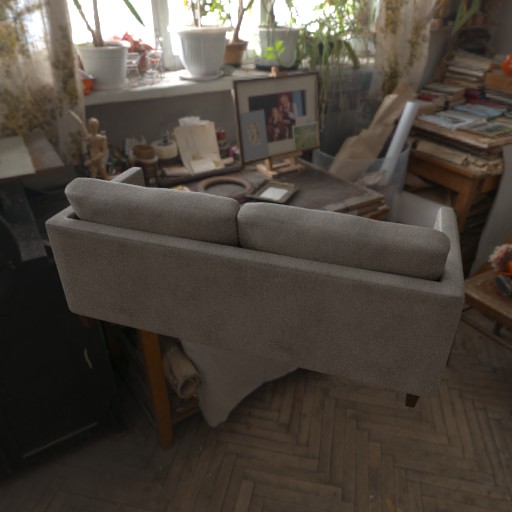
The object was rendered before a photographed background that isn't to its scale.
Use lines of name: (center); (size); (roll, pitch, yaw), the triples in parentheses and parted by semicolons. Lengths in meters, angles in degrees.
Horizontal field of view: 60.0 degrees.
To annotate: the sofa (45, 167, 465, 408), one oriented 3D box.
sofa: (0.000, 0.000, 2.685); (2.208, 0.965, 0.951); (10, 33, 16)
